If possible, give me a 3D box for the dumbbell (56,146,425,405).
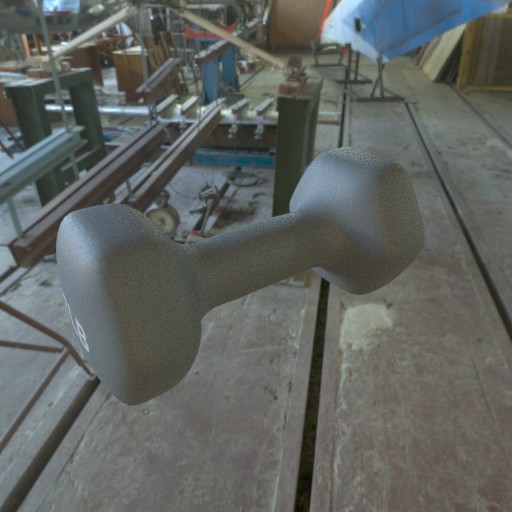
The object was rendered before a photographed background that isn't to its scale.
[{"bbox_3d":[0.000,0.000,0.229,0.184,0.081,0.090,-19,36,-29],"label":"dumbbell"}]
